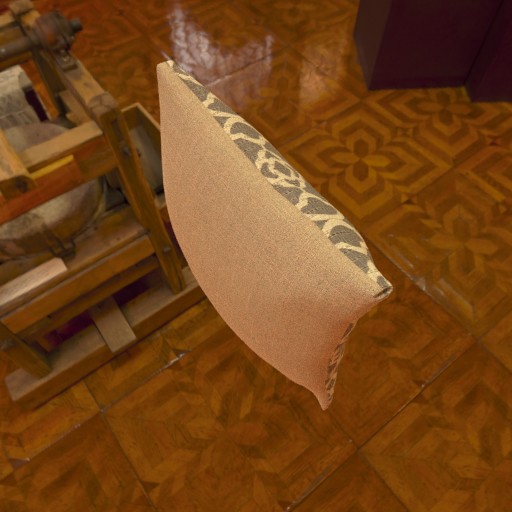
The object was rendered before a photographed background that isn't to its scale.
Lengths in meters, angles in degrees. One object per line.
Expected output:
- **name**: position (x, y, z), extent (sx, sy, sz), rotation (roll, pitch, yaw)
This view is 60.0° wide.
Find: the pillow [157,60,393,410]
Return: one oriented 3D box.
- **pillow**: position (0.000, 0.000, 0.797), extent (0.215, 0.498, 0.508), rotation (-31, 63, -18)
